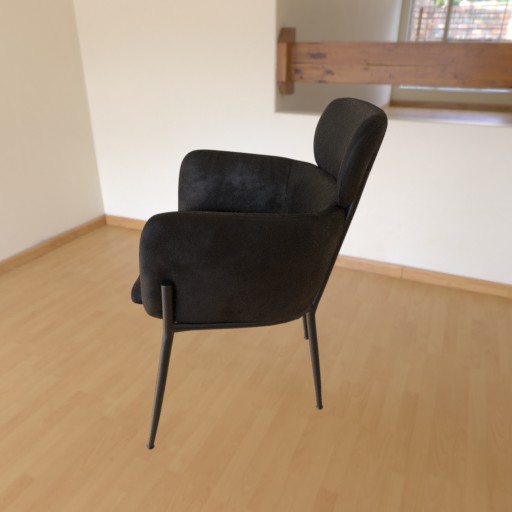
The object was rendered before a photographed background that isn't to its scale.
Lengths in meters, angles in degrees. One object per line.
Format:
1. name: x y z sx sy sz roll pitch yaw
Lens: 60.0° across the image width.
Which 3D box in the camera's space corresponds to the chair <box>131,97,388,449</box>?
1. chair: 0.000 0.000 1.253 0.604 0.818 0.640 0 26 0
